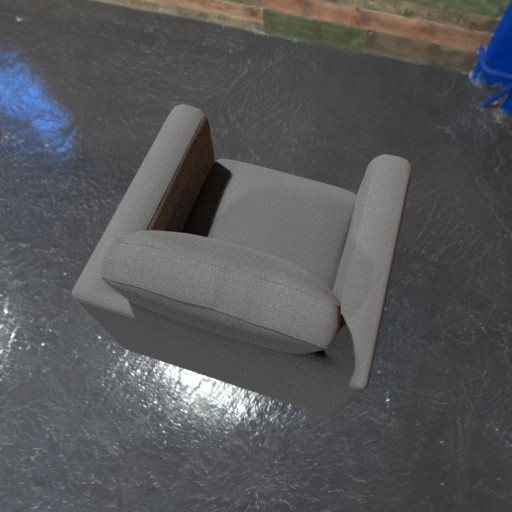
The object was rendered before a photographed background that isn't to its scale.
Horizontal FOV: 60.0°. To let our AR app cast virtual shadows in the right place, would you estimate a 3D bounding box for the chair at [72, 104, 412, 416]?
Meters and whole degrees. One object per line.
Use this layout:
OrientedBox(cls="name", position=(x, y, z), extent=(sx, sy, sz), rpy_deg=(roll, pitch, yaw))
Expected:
OrientedBox(cls="chair", position=(0.000, 0.000, 1.548), extent=(0.854, 0.927, 0.800), rpy_deg=(16, 65, 8))
